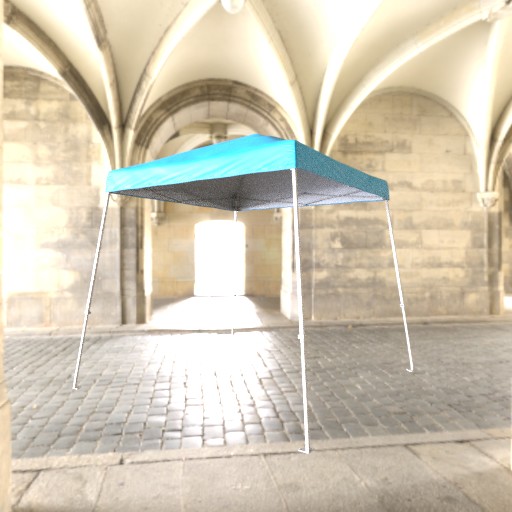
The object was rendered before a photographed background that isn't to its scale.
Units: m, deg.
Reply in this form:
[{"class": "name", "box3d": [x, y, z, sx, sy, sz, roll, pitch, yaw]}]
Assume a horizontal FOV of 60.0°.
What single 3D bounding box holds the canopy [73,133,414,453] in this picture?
[{"class": "canopy", "box3d": [0.000, 0.000, 5.160, 2.848, 2.849, 2.849, 0, 0, 34]}]
